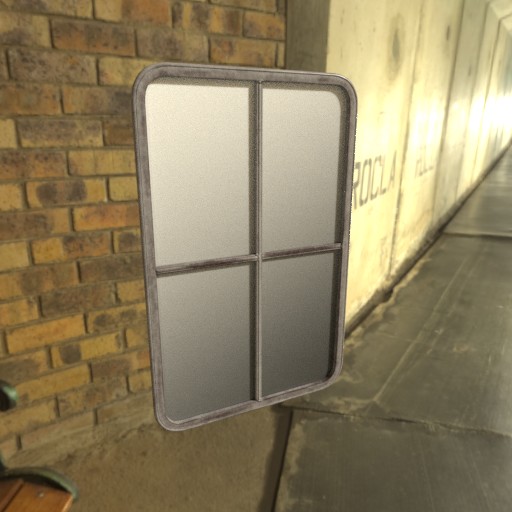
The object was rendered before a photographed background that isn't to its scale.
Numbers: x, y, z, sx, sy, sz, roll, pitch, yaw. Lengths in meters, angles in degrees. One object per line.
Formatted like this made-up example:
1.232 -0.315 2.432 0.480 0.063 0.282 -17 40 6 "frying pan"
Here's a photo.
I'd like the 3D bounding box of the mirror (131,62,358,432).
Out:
0.000 0.000 0.908 0.461 0.713 0.024 -8 18 -25 "mirror"
